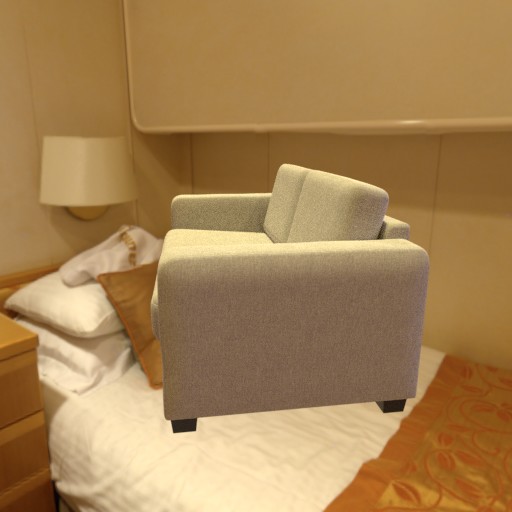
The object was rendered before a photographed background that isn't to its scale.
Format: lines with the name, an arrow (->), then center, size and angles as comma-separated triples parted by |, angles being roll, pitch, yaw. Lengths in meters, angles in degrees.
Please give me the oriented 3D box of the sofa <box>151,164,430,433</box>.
sofa -> 0.000, 0.000, 2.098 | 0.900, 0.800, 1.540 | -2, 15, -8
